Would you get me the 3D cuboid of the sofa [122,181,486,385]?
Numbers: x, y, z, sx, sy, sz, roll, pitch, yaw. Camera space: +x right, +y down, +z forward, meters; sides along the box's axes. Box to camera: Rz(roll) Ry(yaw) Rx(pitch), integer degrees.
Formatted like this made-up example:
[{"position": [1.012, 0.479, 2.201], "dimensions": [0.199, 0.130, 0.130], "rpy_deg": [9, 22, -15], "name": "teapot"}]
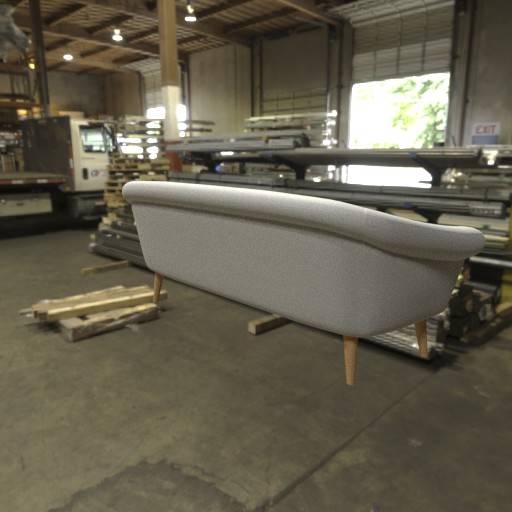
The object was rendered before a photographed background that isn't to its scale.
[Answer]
[{"position": [0.000, 0.000, 2.506], "dimensions": [2.160, 0.795, 0.827], "rpy_deg": [13, 19, 43], "name": "sofa"}]
